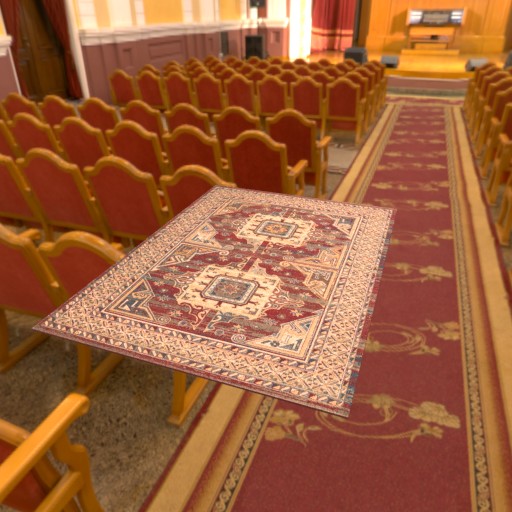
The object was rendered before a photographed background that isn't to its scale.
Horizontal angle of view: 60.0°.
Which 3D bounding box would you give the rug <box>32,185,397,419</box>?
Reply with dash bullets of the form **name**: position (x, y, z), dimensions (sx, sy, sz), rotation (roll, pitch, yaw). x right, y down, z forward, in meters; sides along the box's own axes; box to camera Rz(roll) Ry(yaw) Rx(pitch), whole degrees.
- **rug**: position (0.000, 0.000, 2.899), dimensions (1.599, 0.011, 2.210), rotation (10, 31, 18)
